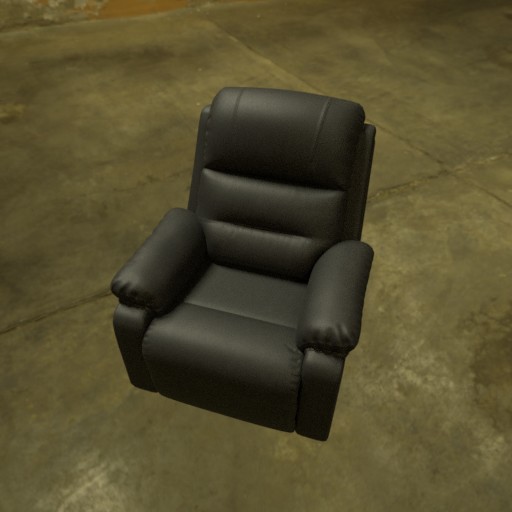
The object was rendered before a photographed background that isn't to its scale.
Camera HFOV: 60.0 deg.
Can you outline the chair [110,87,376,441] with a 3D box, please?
[{"bbox_3d":[0.000,0.000,1.686,0.855,0.992,0.919,12,43,13],"label":"chair"}]
